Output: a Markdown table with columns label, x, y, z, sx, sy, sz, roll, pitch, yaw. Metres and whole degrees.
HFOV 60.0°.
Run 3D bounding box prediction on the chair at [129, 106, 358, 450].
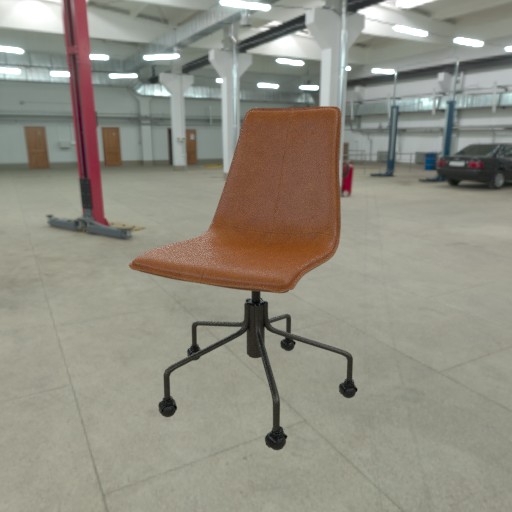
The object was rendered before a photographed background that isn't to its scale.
| label | x | y | z | sx | sy | sz | roll | pitch | yaw |
| --- | --- | --- | --- | --- | --- | --- | --- | --- | --- |
| chair | 0.000 | 0.000 | 1.388 | 0.651 | 0.920 | 0.660 | 7 | 16 | 25 |
